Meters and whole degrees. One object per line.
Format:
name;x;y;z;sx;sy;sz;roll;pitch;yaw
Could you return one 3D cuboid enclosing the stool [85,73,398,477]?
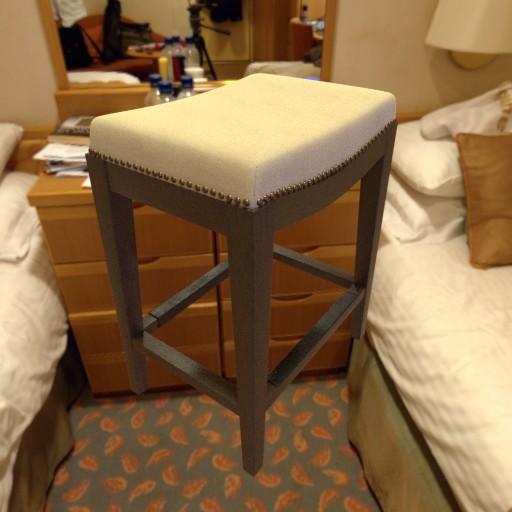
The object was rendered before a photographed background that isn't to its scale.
stool;0.000;0.000;0.949;0.361;0.642;0.500;22;39;30
